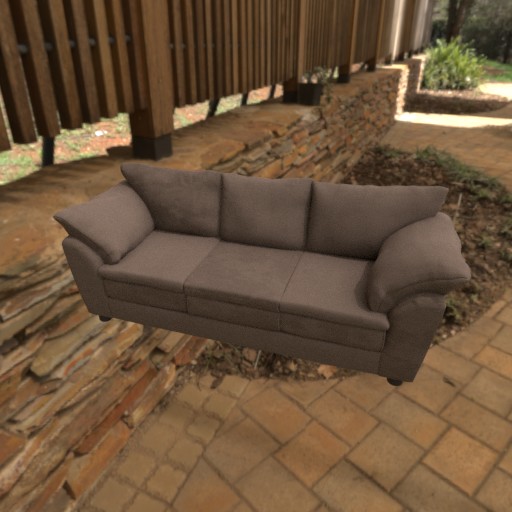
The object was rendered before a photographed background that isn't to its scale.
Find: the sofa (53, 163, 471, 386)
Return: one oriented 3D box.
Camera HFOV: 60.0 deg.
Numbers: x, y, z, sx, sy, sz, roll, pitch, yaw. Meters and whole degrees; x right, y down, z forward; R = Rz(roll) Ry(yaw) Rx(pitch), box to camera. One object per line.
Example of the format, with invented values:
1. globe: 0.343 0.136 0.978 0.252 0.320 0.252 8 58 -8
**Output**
1. sofa: 0.000 0.000 2.847 2.377 0.981 0.893 9 28 16
